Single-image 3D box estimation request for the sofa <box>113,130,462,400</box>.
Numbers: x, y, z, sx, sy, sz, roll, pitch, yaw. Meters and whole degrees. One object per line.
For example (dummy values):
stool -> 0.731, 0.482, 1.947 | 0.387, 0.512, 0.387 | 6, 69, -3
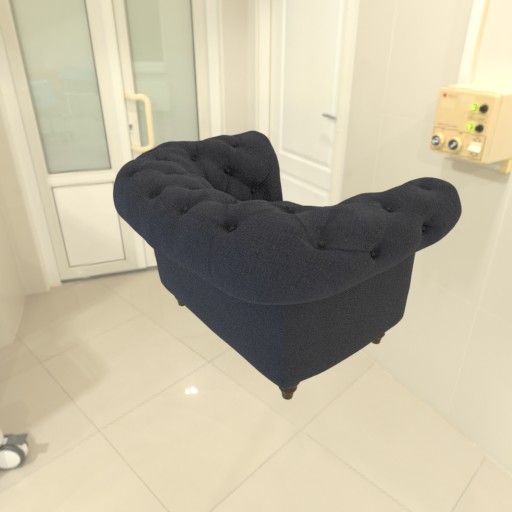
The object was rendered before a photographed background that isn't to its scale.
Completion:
sofa -> 0.000, 0.000, 2.068 | 1.032, 0.878, 1.405 | -20, 34, -33
